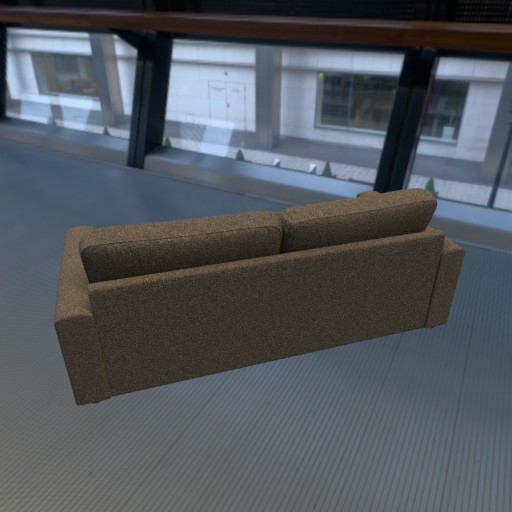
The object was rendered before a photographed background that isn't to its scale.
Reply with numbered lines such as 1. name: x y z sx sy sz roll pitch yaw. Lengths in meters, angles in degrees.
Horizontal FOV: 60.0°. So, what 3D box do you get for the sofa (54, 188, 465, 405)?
1. sofa: 0.000 0.000 2.693 2.179 0.873 1.016 -9 31 -15
